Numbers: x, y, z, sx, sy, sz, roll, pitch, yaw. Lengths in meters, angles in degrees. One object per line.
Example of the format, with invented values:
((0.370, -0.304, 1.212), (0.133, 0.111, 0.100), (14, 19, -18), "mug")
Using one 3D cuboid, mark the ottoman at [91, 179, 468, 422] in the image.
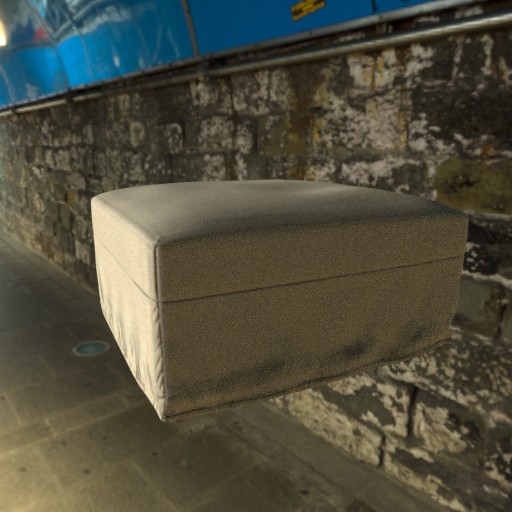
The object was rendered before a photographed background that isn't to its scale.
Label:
((0.000, 0.000, 1.337), (0.840, 0.436, 0.843), (-7, 15, -26), "ottoman")
